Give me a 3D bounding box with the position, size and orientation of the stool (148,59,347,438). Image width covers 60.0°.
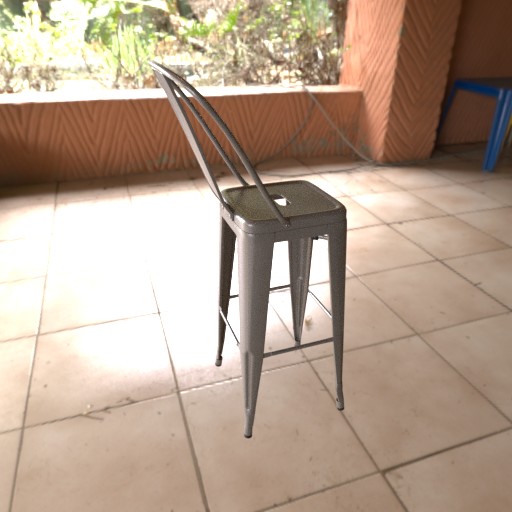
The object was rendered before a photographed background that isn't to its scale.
[{"bbox_3d":[0.000,0.000,1.337,0.513,1.096,0.399,-10,29,-17],"label":"stool"}]
